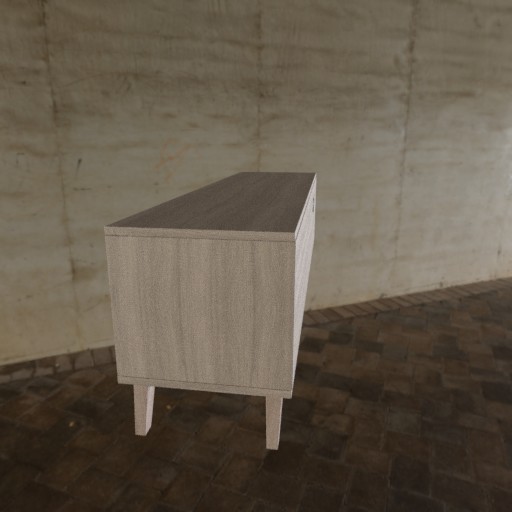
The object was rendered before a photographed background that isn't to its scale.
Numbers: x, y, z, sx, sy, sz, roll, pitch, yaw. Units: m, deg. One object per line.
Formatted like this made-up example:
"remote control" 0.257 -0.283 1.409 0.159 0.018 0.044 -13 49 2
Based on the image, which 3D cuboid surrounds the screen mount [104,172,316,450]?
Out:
"screen mount" 0.000 0.000 1.669 0.401 0.509 1.500 2 15 9
